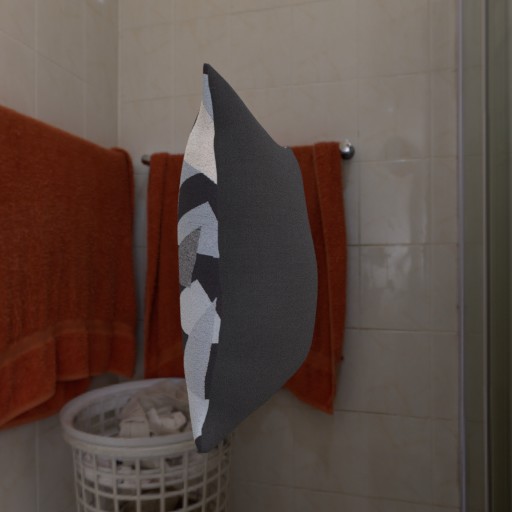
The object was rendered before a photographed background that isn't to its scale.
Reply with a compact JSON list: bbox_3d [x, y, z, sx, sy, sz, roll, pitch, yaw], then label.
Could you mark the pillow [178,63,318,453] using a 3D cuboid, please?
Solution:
[{"bbox_3d":[0.000,0.000,0.789,0.208,0.496,0.503,0,0,17],"label":"pillow"}]
